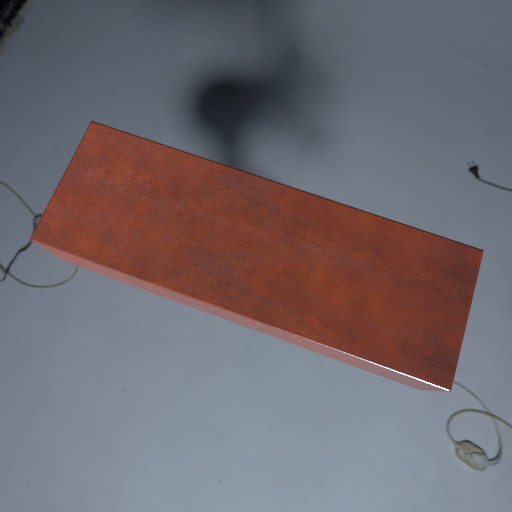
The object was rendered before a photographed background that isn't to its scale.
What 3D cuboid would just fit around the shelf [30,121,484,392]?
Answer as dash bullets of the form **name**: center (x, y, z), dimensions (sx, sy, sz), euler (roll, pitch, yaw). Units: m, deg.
- **shelf**: center (0.000, 0.000, 0.512), dimensions (0.457, 0.088, 0.152), euler (19, 75, 5)
